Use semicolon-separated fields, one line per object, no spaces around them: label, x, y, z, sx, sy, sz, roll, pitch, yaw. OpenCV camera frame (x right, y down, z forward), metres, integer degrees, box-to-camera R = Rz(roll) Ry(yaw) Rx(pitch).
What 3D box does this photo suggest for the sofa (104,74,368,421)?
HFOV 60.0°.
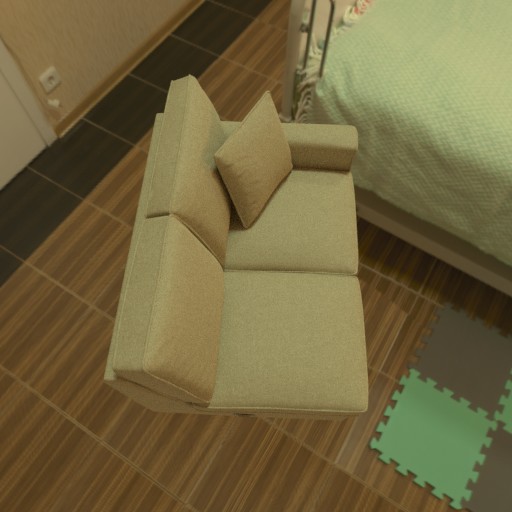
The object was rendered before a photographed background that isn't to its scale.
sofa;0.000;0.000;2.088;0.991;0.989;1.388;3;63;1
